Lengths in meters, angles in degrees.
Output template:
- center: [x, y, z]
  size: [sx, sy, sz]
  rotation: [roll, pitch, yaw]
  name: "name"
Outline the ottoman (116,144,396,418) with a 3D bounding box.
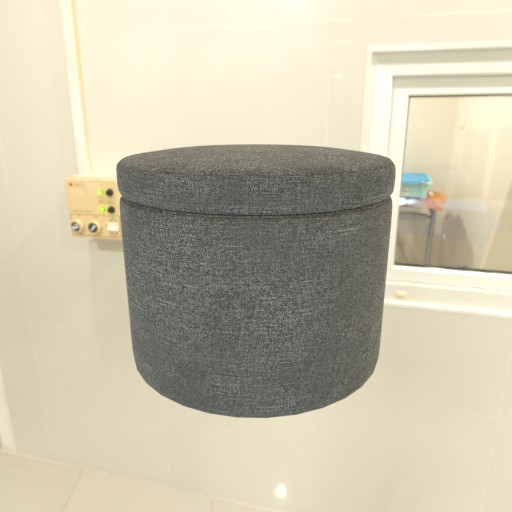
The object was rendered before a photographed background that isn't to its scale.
- center: [0.000, 0.000, 0.879]
  size: [0.500, 0.419, 0.500]
  rotation: [0, 17, 0]
  name: "ottoman"
